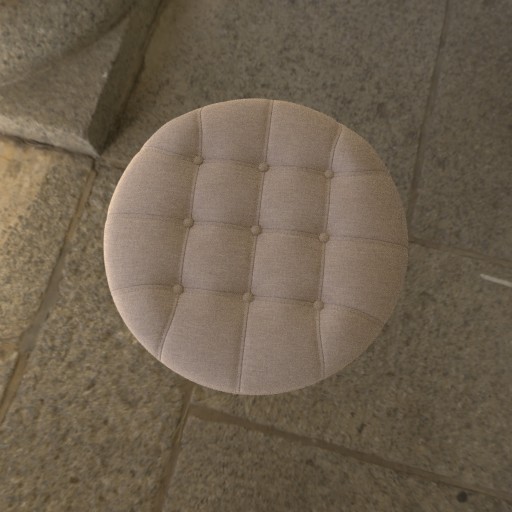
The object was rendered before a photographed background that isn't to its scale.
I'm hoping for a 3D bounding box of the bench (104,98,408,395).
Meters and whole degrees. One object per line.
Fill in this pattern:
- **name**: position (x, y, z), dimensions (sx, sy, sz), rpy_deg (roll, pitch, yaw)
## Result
- **bench**: position (0.000, 0.000, 1.030), dimensions (0.600, 0.454, 0.600), rpy_deg (0, 77, 0)
